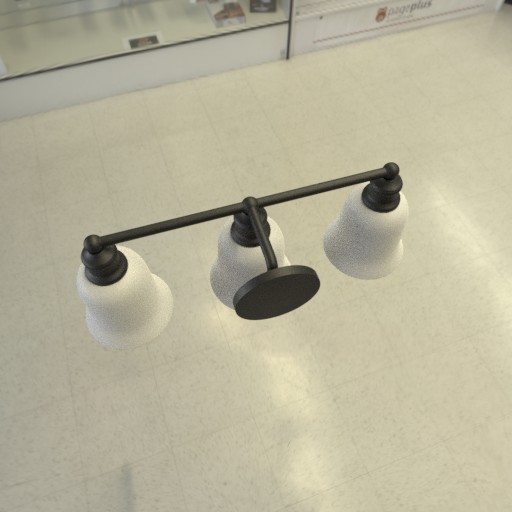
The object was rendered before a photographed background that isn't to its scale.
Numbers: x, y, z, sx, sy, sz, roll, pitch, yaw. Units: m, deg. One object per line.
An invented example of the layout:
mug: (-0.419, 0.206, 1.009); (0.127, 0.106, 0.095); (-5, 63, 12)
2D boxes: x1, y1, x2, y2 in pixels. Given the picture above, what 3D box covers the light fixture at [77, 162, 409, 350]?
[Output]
light fixture: (0.000, 0.000, 0.672); (0.570, 0.211, 0.198); (-15, 59, -9)
